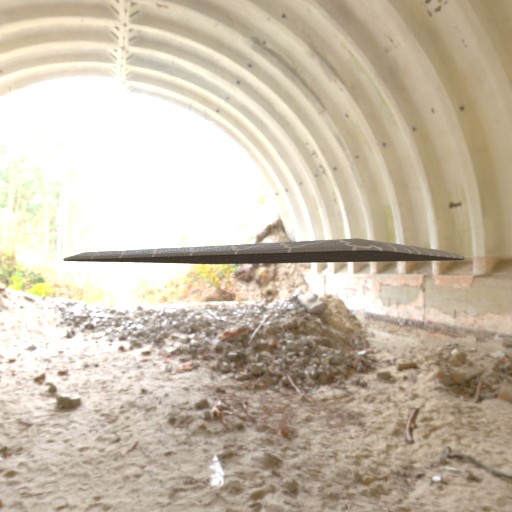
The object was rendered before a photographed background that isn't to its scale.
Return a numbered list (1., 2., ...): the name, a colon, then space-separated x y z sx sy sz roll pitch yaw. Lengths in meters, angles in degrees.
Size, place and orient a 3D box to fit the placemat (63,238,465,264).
1. placemat: 0.000 0.000 0.982 0.762 0.021 0.508 -2 -3 38
